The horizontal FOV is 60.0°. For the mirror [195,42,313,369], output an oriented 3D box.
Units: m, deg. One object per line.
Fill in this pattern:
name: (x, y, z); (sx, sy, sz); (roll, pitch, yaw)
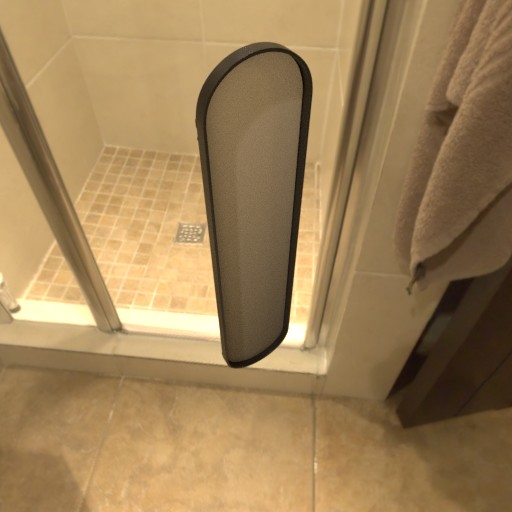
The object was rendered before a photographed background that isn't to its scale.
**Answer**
mirror: (0.000, 0.000, 1.066); (0.222, 0.991, 0.032); (-24, 53, -20)
